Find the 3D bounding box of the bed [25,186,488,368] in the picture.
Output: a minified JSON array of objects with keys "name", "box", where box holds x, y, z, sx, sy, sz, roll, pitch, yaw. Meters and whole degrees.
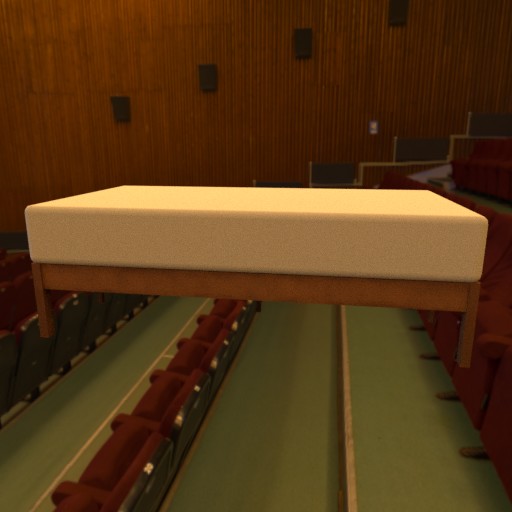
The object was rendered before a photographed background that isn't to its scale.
[{"name":"bed","box":[0.000,0.000,2.312,1.902,0.616,0.961,2,14,9]}]
